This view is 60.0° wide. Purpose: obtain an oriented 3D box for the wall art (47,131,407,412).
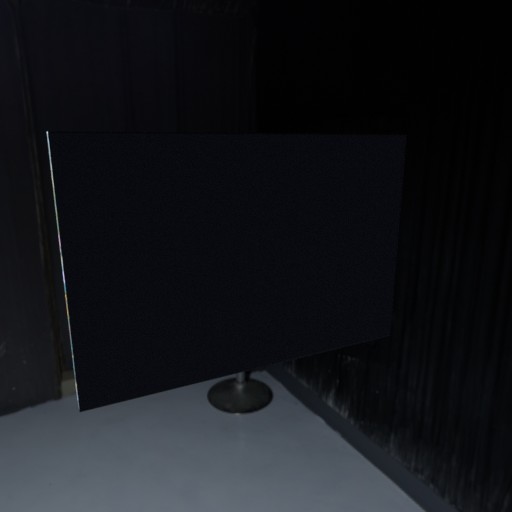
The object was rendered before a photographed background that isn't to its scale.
[{"bbox_3d":[0.000,0.000,0.762,0.610,0.406,0.037,-7,16,-26],"label":"wall art"}]
